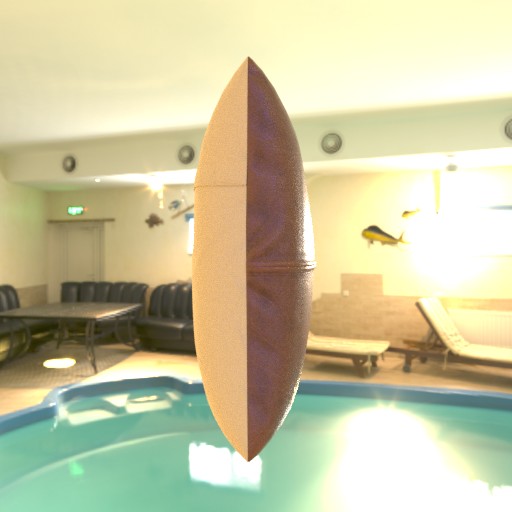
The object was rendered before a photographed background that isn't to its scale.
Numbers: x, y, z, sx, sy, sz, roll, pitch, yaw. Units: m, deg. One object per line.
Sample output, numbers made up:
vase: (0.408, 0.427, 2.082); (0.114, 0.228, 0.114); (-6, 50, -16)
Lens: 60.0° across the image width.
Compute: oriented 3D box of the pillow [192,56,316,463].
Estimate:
pillow: (0.000, 0.000, 0.731); (0.192, 0.470, 0.484); (0, 1, 0)
